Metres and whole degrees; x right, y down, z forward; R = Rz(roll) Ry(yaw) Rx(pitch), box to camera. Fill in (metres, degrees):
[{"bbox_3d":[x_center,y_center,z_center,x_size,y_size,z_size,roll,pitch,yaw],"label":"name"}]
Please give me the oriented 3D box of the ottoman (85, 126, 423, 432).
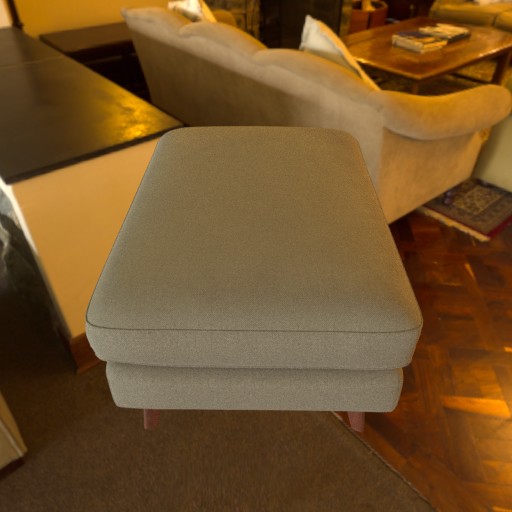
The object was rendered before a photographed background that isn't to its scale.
[{"bbox_3d":[0.000,0.000,1.144,0.608,0.449,0.811,1,40,1],"label":"ottoman"}]
